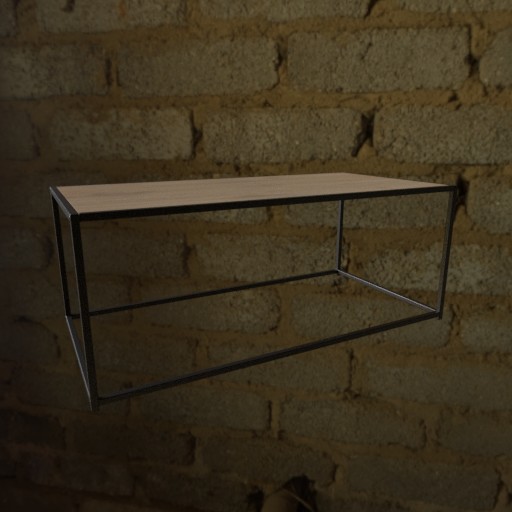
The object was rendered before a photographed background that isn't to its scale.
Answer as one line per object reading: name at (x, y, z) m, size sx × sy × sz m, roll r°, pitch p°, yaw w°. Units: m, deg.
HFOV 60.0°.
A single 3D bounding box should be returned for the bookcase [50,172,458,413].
bookcase at (0.000, 0.000, 1.264) m, size 1.000 × 0.400 × 0.500 m, roll -8°, pitch 17°, yaw -27°
